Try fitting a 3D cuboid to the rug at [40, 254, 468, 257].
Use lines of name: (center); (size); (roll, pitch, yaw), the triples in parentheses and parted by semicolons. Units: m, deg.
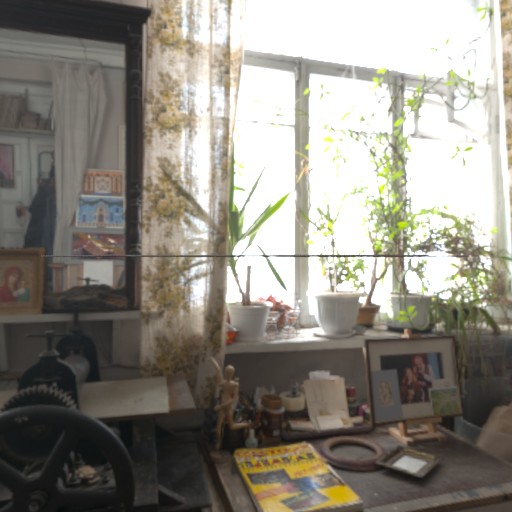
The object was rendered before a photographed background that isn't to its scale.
rug: (0.000, 0.000, 4.287); (3.359, 0.020, 2.448); (0, 0, 35)
